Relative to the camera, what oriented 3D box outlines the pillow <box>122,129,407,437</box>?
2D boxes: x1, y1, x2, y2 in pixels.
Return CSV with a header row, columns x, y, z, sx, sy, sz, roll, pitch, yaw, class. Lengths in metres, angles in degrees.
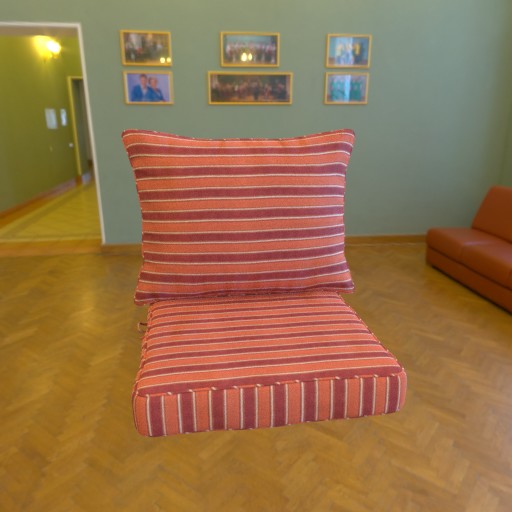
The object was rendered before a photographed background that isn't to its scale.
x,y,z,sx,sy,sz,roll,pitch,yaw,class
0.000,0.000,1.332,0.799,0.723,0.733,-3,17,-8,pillow
